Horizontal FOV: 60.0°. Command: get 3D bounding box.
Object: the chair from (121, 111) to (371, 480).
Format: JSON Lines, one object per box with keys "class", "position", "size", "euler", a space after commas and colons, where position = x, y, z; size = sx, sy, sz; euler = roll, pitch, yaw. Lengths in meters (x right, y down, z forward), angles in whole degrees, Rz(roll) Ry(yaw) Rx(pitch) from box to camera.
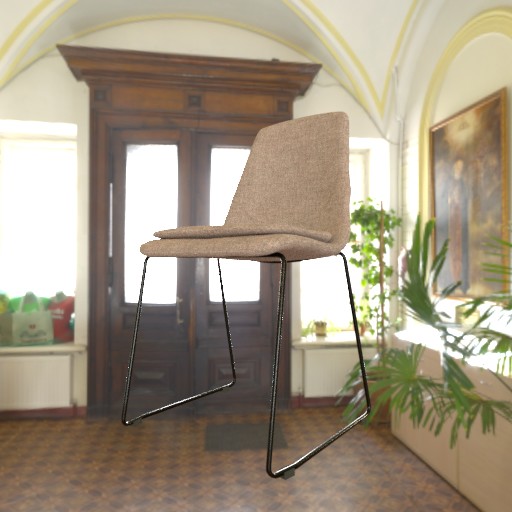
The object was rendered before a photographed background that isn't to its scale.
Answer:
{"class": "chair", "position": [0.000, 0.000, 1.163], "size": [0.479, 0.858, 0.518], "euler": [0, -1, 36]}
